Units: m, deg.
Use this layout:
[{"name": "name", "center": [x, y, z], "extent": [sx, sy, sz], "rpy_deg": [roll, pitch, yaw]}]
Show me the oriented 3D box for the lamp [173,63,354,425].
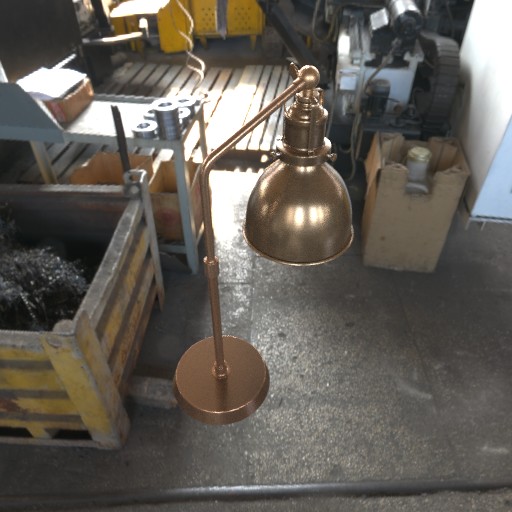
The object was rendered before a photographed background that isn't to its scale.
[{"name": "lamp", "center": [0.000, 0.000, 0.581], "extent": [0.286, 0.456, 0.153], "rpy_deg": [-25, 47, -25]}]
